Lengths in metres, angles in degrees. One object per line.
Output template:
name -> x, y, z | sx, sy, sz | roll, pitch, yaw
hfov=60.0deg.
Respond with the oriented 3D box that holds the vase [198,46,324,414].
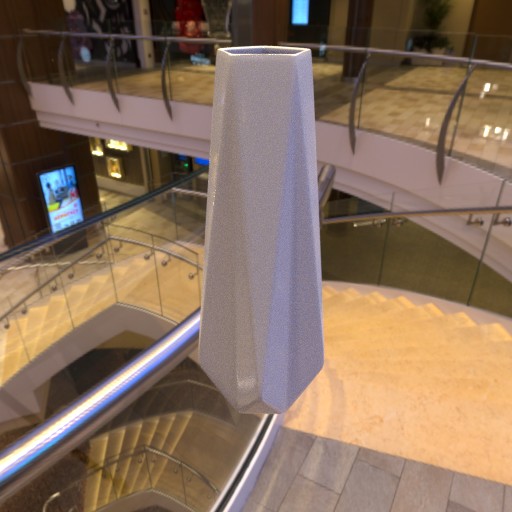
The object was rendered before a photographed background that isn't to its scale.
vase -> 0.000, 0.000, 0.390 | 0.116, 0.329, 0.122 | -8, 31, -14
